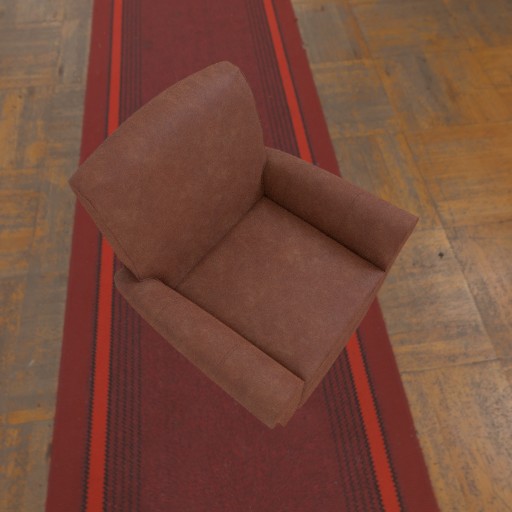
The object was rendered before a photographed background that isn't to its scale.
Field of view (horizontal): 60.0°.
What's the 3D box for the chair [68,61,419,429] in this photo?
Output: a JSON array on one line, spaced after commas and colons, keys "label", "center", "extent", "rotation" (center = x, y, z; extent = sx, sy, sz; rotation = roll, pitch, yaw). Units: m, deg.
[{"label": "chair", "center": [0.000, 0.000, 1.737], "extent": [0.902, 1.061, 0.978], "rotation": [33, 64, 18]}]
